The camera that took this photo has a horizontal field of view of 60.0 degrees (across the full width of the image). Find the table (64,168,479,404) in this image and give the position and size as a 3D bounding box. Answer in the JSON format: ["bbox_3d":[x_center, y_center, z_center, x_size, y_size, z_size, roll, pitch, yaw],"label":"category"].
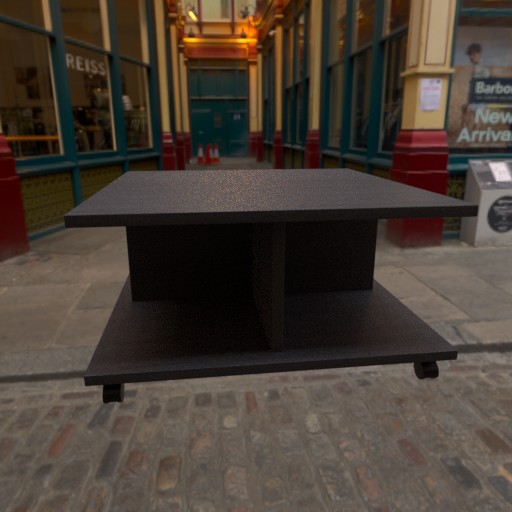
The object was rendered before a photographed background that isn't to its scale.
[{"bbox_3d":[0.000,0.000,1.219,0.762,0.396,0.762,-2,17,-7],"label":"table"}]
